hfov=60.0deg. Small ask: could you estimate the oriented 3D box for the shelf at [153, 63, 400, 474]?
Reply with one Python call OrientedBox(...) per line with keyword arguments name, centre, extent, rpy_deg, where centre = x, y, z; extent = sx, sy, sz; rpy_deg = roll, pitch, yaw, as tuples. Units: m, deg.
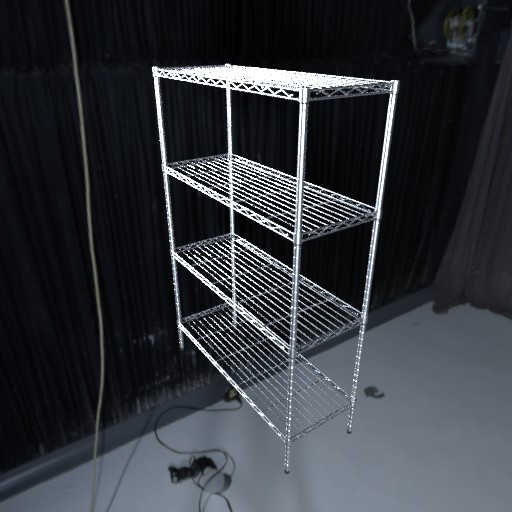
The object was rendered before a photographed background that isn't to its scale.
OrientedBox(name="shelf", centre=(0.000, 0.000, 1.770), extent=(0.352, 1.360, 0.907), rpy_deg=(-17, 31, -31))
